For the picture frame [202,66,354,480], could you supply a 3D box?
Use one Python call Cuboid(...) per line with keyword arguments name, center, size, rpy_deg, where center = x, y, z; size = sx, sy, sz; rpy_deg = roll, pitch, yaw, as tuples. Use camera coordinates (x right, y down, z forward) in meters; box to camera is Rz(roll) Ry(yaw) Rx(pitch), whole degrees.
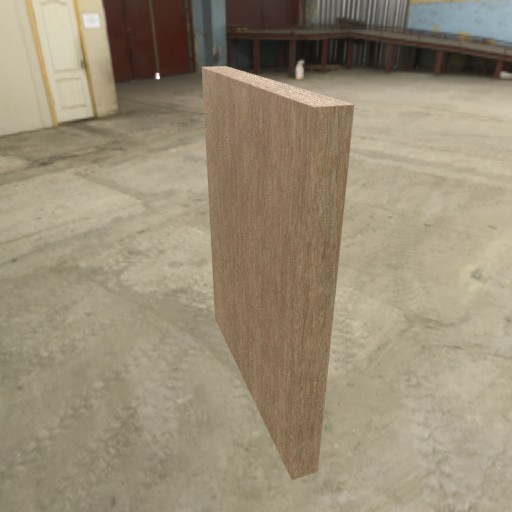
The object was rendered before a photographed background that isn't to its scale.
Cuboid(name="picture frame", center=(0.000, 0.000, 0.709), size=(0.043, 0.526, 0.424), rpy_deg=(-10, 29, -18))
